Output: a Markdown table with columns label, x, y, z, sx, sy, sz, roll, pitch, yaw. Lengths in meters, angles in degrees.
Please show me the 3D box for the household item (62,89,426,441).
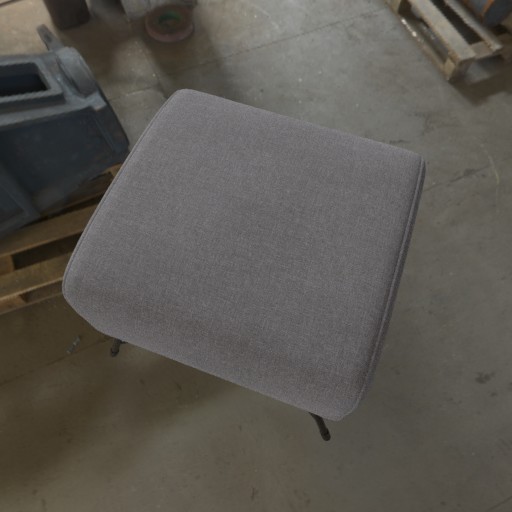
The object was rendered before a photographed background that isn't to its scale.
| label | x | y | z | sx | sy | sz | roll | pitch | yaw |
| --- | --- | --- | --- | --- | --- | --- | --- | --- | --- |
| household item | 0.000 | 0.000 | 0.905 | 0.530 | 0.410 | 0.530 | 19 | 66 | 9 |
